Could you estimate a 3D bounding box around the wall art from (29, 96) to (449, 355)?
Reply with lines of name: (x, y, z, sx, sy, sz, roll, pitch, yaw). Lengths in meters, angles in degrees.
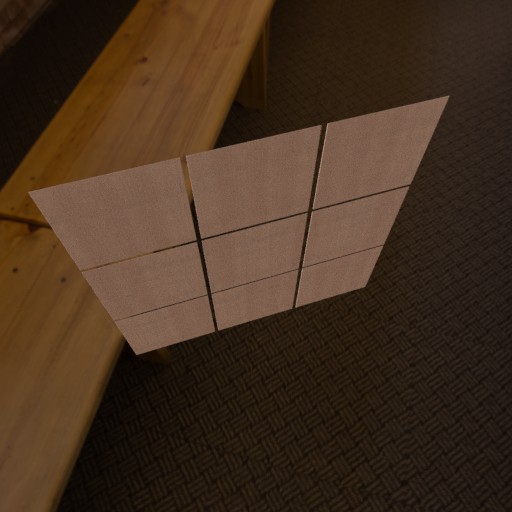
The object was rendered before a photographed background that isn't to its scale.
wall art: (0.000, 0.000, 2.167, 1.517, 1.505, 0.002, -15, 59, -9)
